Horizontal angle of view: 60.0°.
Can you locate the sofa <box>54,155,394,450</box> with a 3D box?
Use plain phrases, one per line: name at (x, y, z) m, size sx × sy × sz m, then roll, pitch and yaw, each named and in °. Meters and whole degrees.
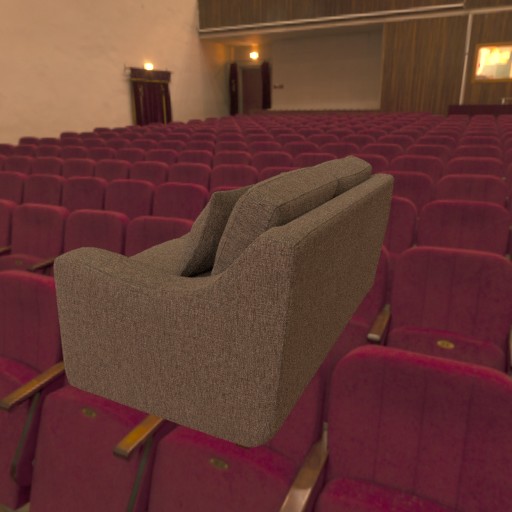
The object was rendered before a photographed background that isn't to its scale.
sofa at (0.000, 0.000, 2.388) m, size 1.120 × 0.991 × 1.778 m, roll 9°, pitch 20°, yaw 25°
